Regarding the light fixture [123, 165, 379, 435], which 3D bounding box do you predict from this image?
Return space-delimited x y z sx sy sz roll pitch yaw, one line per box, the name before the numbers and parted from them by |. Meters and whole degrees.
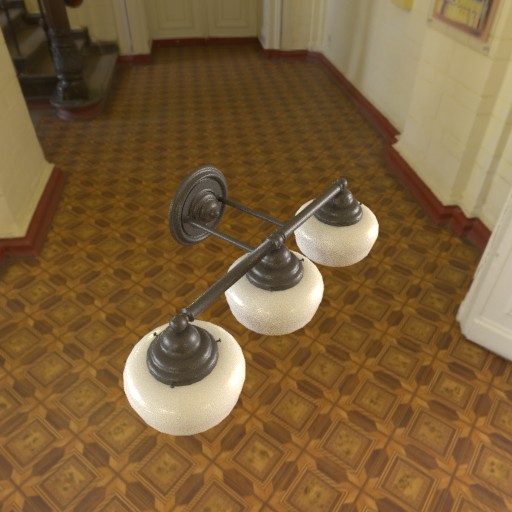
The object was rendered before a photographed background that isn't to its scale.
light fixture | 0.000 0.000 0.726 0.239 0.242 0.587 25 46 27
